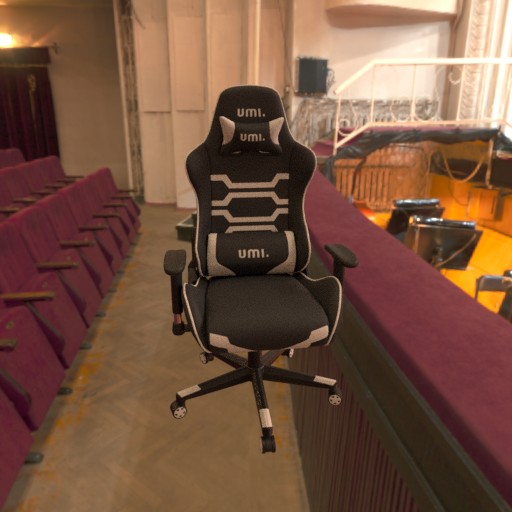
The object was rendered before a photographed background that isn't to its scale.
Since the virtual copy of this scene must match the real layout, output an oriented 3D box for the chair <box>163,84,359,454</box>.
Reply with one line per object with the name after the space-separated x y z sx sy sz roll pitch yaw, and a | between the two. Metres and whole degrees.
0.000 0.000 1.675 0.700 1.240 0.700 -2 17 -7 | chair
